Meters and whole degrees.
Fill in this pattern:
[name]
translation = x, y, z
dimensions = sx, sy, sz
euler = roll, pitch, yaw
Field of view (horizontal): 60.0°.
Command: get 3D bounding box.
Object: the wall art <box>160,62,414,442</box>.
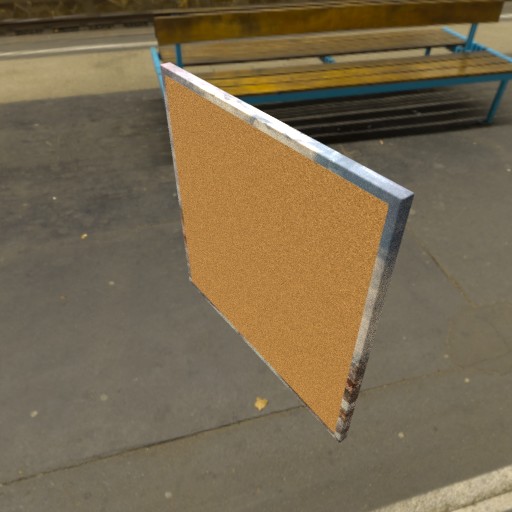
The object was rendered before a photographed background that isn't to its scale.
[wall art]
translation = 0.000, 0.000, 1.340
dimensions = 0.035, 0.897, 0.888
euler = -27, 48, -27
